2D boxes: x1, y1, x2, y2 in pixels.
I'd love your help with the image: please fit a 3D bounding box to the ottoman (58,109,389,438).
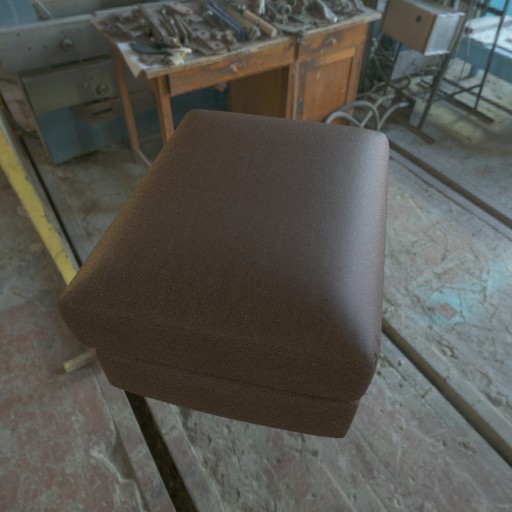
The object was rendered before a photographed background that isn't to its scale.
[{"bbox_3d":[0.000,0.000,1.176,0.635,0.508,0.787,10,47,9],"label":"ottoman"}]
